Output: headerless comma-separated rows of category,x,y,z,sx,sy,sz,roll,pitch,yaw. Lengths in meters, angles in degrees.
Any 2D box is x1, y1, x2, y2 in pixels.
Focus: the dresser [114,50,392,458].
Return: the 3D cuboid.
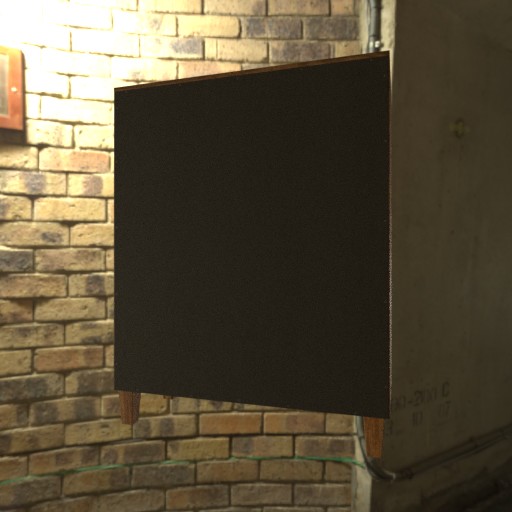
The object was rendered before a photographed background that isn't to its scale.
dresser,0.000,0.000,1.833,1.067,1.359,0.438,0,0,18
